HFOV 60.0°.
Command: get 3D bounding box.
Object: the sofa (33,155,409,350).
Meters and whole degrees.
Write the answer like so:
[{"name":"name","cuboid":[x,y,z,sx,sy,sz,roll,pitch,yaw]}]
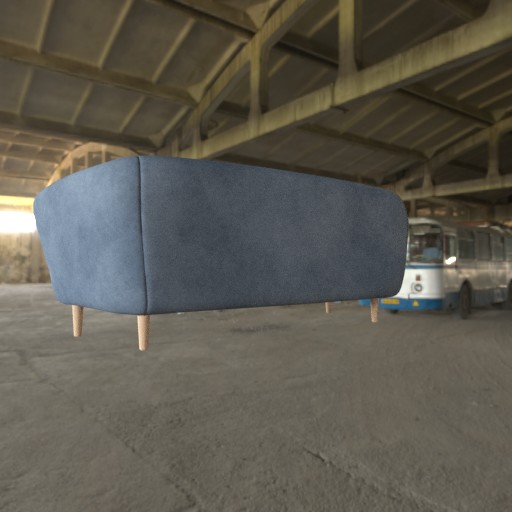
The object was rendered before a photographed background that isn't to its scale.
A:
[{"name":"sofa","cuboid":[0.000,0.000,2.439,2.095,0.795,0.849,1,-1,-36]}]
